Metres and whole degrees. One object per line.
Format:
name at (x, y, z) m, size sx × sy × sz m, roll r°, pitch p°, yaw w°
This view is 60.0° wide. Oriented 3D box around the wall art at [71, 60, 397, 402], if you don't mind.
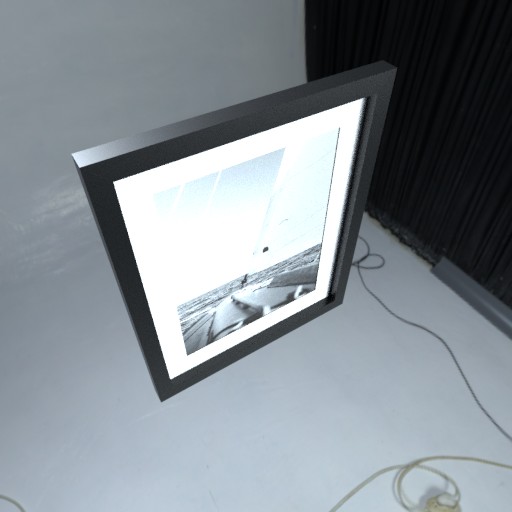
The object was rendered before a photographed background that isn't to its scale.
wall art at (0.000, 0.000, 0.766) m, size 0.461 × 0.558 × 0.031 m, roll -24°, pitch 51°, yaw -21°
